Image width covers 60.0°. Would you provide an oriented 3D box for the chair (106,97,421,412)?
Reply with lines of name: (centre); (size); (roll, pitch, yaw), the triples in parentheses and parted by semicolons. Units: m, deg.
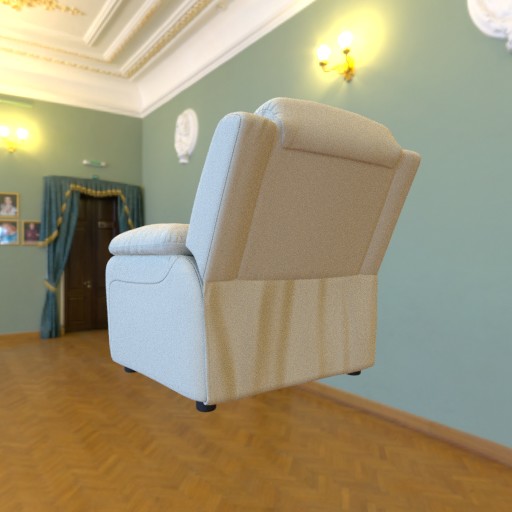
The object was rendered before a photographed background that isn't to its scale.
chair: (0.000, 0.000, 1.280); (0.680, 0.702, 0.709); (0, 0, -37)
